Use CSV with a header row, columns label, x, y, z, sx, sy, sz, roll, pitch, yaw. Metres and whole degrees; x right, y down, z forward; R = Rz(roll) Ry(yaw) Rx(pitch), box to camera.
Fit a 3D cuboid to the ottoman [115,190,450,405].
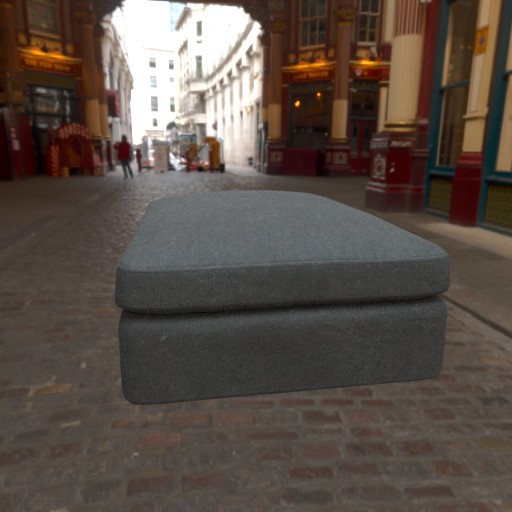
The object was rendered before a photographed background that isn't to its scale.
label,x,y,z,sx,sy,sz,roll,pitch,yaw
ottoman,0.000,0.000,1.611,0.840,0.429,1.199,-2,14,-9
